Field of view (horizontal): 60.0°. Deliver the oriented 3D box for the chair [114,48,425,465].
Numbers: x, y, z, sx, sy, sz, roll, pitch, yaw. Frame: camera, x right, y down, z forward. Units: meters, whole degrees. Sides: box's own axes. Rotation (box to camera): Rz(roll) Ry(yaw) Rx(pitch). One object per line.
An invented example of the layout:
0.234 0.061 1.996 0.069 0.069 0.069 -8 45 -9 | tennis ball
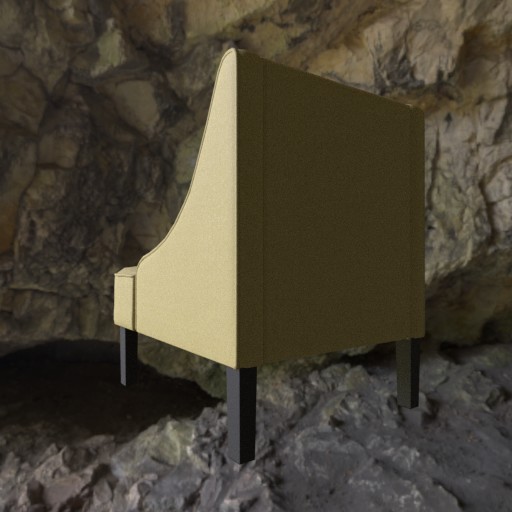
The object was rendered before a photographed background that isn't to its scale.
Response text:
0.000 0.000 1.449 0.696 0.896 0.814 0 0 -36 | chair
